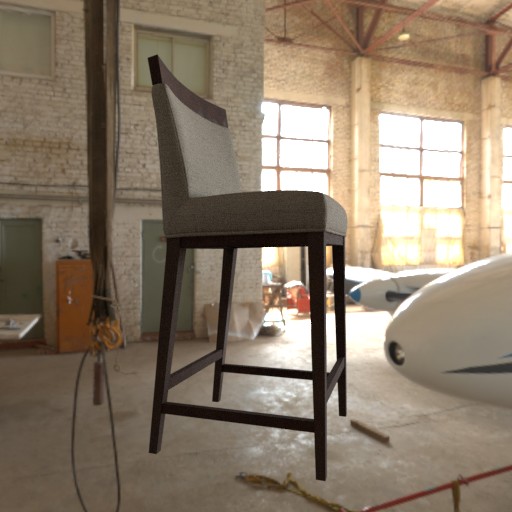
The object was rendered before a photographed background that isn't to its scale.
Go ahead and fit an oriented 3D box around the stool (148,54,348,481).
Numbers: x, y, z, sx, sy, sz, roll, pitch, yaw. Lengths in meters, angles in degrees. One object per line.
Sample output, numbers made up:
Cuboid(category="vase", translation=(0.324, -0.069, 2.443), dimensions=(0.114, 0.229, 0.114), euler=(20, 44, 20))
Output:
Cuboid(category="stool", translation=(0.000, 0.000, 1.406), dimensions=(0.531, 1.117, 0.511), euler=(0, 1, 18))
